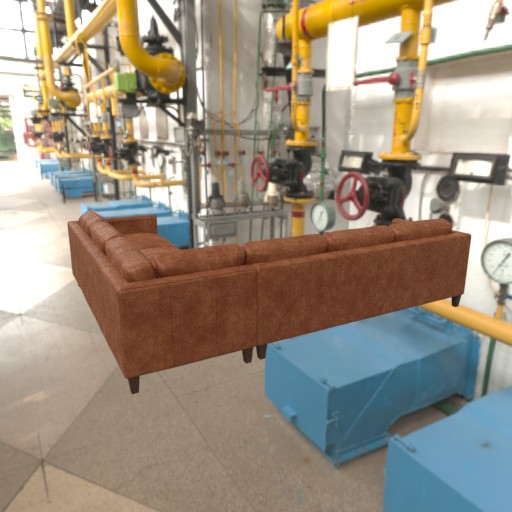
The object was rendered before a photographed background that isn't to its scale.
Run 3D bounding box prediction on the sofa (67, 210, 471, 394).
[{"bbox_3d":[0.000,0.000,4.366,3.167,0.838,2.438,-8,17,-28],"label":"sofa"}]
